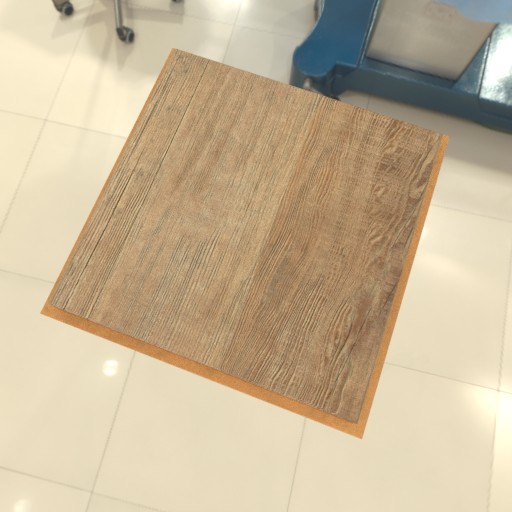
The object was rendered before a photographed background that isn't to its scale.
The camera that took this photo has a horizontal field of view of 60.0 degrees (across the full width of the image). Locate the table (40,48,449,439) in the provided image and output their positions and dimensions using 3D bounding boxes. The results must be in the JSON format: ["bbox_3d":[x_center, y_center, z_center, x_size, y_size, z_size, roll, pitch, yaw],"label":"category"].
[{"bbox_3d":[0.000,0.000,1.089,0.599,0.584,0.599,20,76,5],"label":"table"}]
